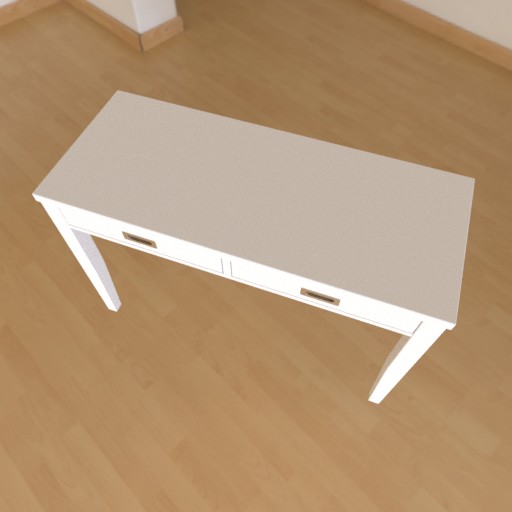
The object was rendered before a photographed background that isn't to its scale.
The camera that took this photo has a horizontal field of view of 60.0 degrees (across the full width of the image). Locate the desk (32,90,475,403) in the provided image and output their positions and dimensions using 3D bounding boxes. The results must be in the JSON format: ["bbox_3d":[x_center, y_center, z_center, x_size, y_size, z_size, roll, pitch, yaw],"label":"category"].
[{"bbox_3d":[0.000,0.000,1.643,1.220,0.775,0.508,17,59,11],"label":"desk"}]
